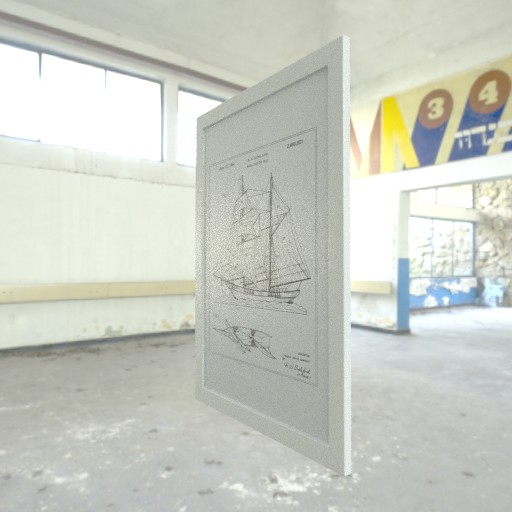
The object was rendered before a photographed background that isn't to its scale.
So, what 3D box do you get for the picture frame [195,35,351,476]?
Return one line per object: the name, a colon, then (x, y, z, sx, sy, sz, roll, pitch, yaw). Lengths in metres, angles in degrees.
picture frame: (0.000, 0.000, 0.692, 0.012, 0.534, 0.381, 1, -1, -36)
